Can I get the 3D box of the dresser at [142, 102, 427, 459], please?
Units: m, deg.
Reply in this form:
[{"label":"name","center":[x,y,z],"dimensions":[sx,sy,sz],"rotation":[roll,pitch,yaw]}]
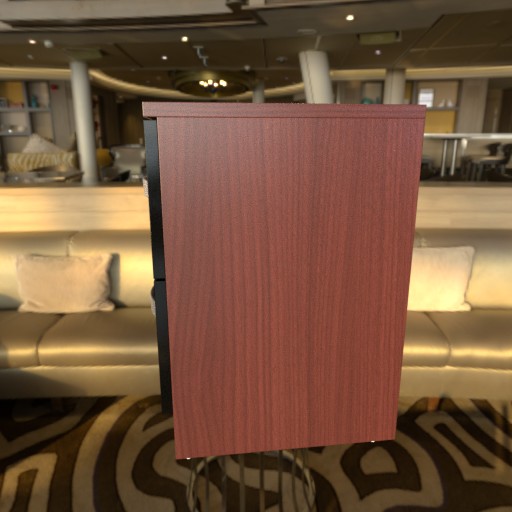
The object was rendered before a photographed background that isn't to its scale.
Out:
[{"label":"dresser","center":[0.000,0.000,0.761],"dimensions":[0.360,0.470,0.400],"rotation":[-2,15,-7]}]
